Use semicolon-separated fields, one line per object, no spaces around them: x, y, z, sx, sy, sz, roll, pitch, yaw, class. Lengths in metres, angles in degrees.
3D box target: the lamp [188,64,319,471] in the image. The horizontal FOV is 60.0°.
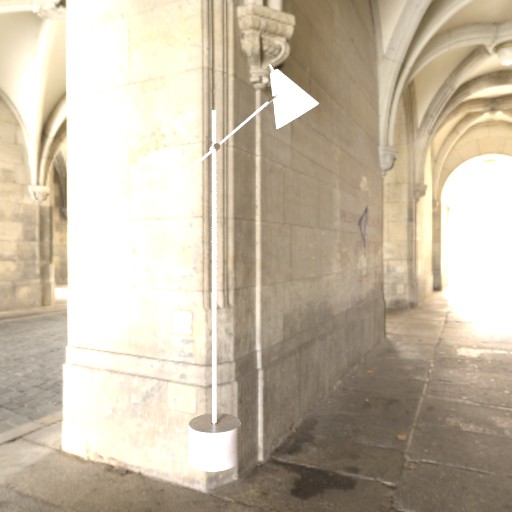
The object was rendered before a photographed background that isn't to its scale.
0.000;0.000;1.629;0.508;1.430;0.223;0;1;-20;lamp
